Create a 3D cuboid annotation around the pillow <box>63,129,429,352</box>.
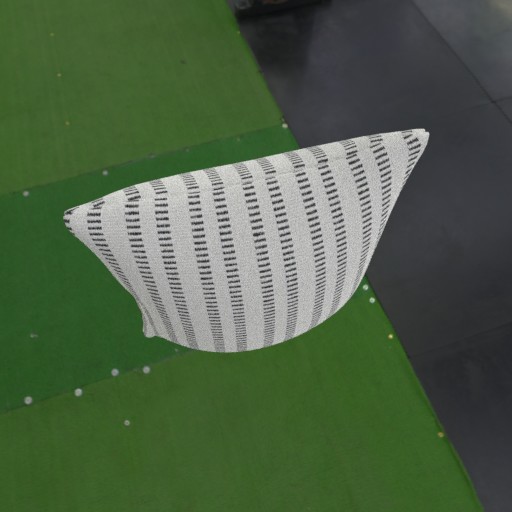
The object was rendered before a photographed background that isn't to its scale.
[{"bbox_3d":[0.000,0.000,0.684,0.438,0.419,0.247,-14,63,-7],"label":"pillow"}]
